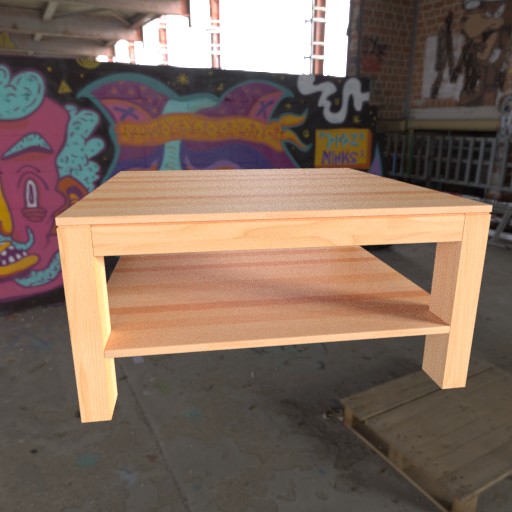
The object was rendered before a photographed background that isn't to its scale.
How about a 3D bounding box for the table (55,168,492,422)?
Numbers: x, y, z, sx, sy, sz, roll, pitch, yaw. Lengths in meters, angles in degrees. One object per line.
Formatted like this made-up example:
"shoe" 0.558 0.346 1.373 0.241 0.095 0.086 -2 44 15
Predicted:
"table" 0.000 0.000 1.385 0.900 0.450 0.900 -2 17 -8
